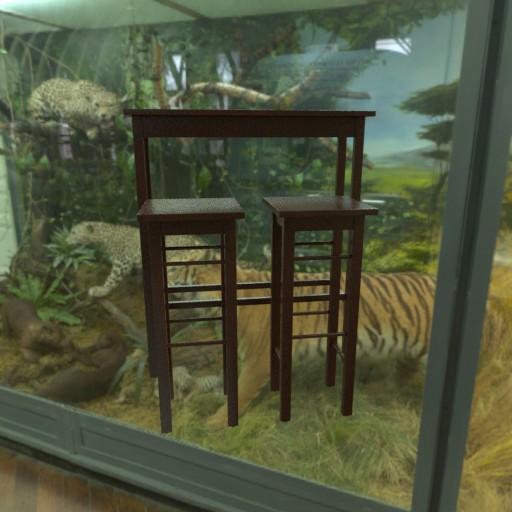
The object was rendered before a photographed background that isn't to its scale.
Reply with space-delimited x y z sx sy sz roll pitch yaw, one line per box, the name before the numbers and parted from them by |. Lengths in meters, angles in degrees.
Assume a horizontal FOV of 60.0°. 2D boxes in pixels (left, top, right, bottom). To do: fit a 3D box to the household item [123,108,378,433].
household item | 0.000 0.000 1.695 0.914 1.067 0.676 -2 15 -8
